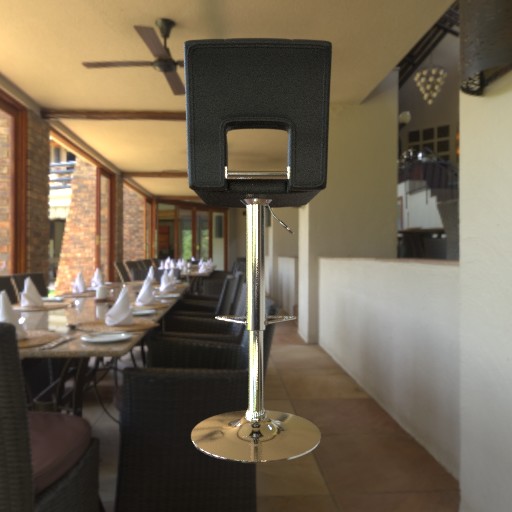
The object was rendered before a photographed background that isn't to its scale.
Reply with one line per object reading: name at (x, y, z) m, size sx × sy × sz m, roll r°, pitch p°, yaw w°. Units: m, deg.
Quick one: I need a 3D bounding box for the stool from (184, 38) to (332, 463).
stool at (0.000, 0.000, 1.401) m, size 0.415 × 1.151 × 0.520 m, roll 0°, pitch 0°, yaw 0°
